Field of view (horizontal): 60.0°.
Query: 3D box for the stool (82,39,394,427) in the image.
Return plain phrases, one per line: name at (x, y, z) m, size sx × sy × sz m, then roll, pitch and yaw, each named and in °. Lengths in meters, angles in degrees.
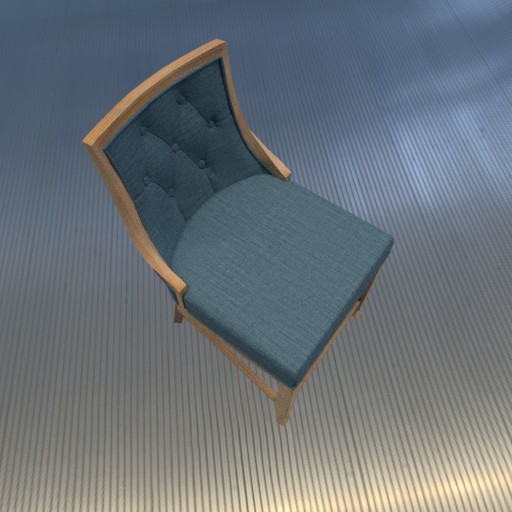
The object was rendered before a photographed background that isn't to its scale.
stool at (0.000, 0.000, 1.309) m, size 0.626 × 0.938 × 0.524 m, roll 33°, pitch 64°, yaw 18°
